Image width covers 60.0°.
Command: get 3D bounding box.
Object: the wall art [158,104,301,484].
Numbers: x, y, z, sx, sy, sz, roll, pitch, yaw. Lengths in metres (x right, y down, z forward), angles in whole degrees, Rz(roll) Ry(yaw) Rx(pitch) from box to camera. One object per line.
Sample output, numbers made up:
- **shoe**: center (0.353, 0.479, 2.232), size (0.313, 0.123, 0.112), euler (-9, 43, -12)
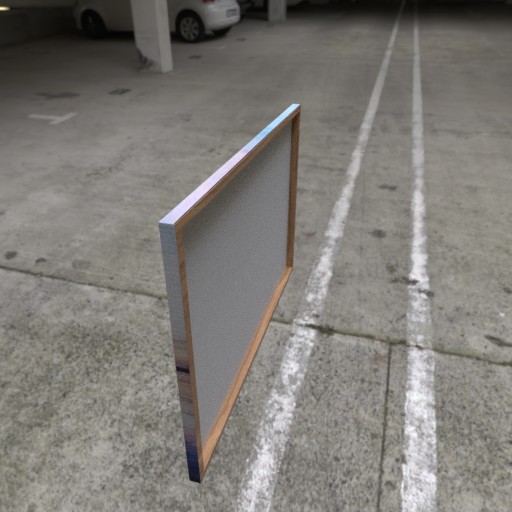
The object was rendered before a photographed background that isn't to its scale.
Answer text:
- **wall art**: center (0.000, 0.000, 0.775), size (0.018, 0.402, 0.604), euler (8, 31, 14)
